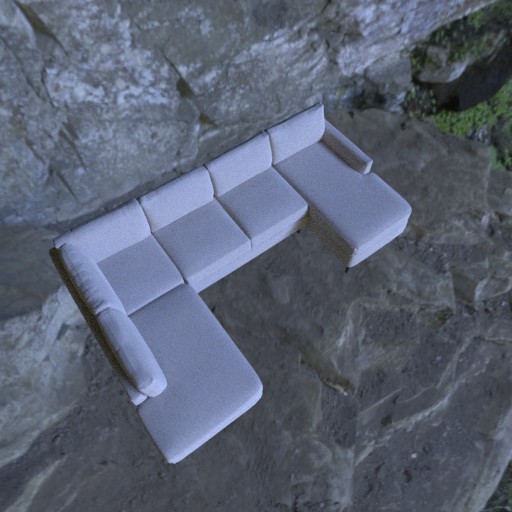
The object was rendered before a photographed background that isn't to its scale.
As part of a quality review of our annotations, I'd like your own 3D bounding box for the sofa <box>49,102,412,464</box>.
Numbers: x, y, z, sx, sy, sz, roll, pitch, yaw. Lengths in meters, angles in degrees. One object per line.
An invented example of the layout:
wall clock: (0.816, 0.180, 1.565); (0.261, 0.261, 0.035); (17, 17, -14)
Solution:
sofa: (0.000, 0.000, 3.908); (2.984, 0.862, 1.989); (-32, 64, -18)
